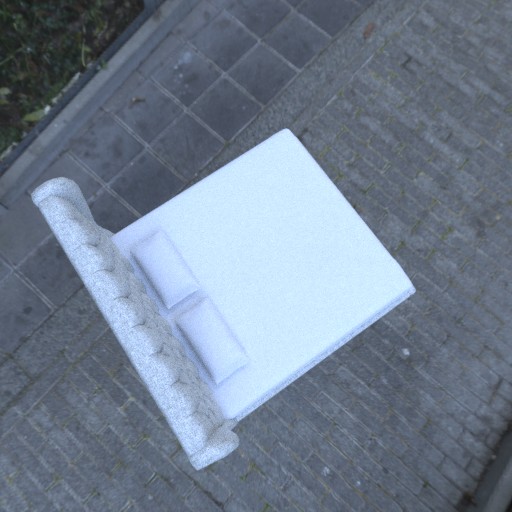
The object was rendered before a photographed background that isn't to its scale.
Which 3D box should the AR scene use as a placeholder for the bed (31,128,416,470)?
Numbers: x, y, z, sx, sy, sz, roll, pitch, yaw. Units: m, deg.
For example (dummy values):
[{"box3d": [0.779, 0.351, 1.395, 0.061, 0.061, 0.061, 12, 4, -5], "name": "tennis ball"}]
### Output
[{"box3d": [0.000, 0.000, 3.826, 2.347, 1.771, 2.219, -34, 78, -8], "name": "bed"}]
